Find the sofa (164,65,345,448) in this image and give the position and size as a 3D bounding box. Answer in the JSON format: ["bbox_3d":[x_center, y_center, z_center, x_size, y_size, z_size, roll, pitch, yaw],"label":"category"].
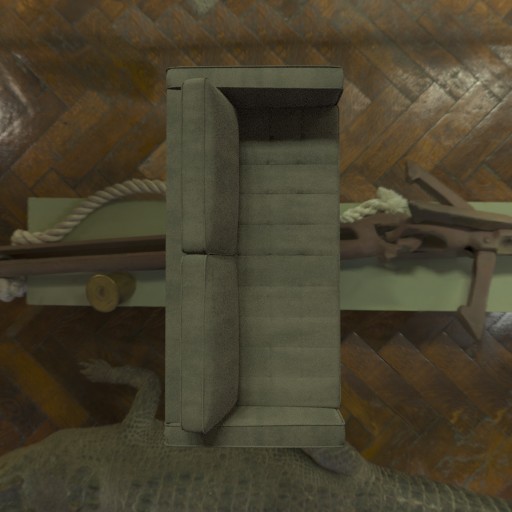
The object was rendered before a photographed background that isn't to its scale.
[{"bbox_3d":[0.000,0.000,2.404,0.924,0.825,1.920,0,89,0],"label":"sofa"}]
